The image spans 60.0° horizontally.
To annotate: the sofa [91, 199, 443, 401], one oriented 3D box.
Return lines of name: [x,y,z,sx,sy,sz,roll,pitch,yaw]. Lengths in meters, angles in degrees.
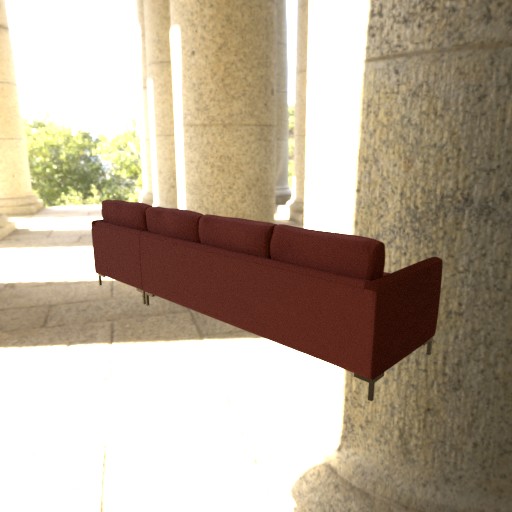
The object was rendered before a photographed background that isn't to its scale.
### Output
sofa: [0.000,0.000,3.561,2.932,0.810,1.350,13,18,42]
